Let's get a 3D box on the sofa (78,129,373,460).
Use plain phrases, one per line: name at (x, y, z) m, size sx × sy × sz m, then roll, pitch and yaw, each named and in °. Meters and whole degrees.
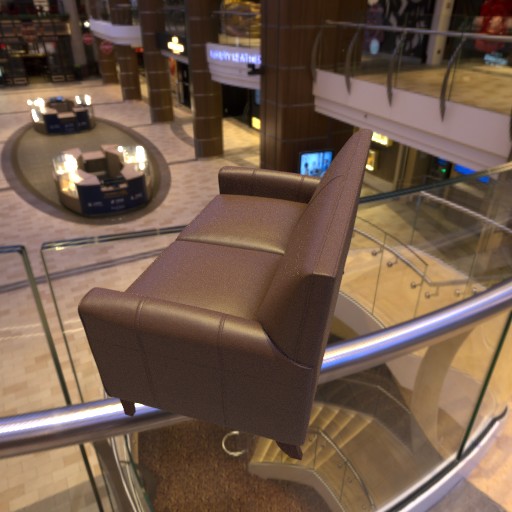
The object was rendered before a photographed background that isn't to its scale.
sofa at (0.000, 0.000, 2.035) m, size 0.853 × 0.859 × 1.468 m, roll 8°, pitch 32°, yaw 14°
